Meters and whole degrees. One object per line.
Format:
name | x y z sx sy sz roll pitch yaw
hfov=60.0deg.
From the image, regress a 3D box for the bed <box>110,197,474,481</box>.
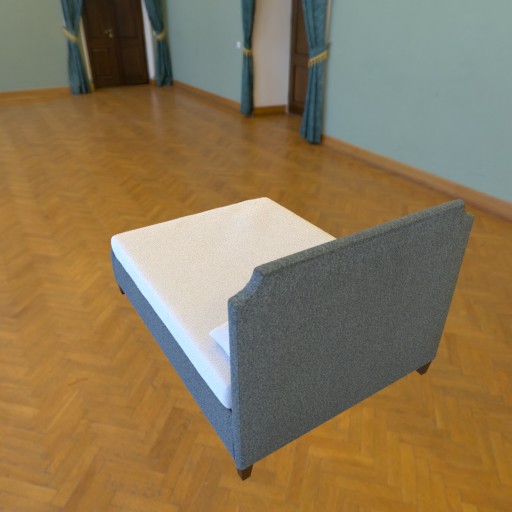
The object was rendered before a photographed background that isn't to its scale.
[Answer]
bed | 0.000 0.000 3.441 1.712 1.443 2.372 -18 35 -28
